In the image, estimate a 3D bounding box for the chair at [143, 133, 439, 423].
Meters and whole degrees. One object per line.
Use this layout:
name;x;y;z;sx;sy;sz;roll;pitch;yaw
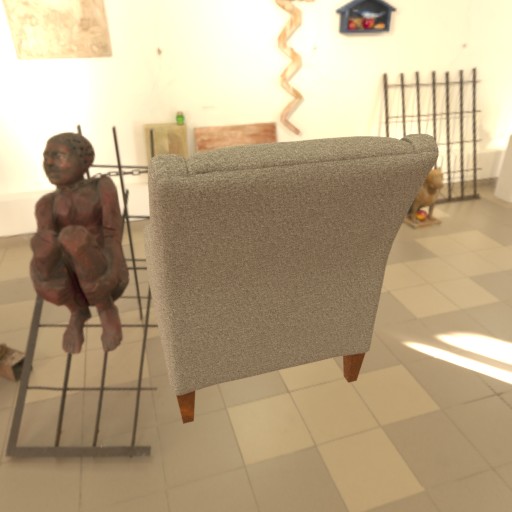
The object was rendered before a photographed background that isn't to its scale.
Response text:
chair;0.000;0.000;1.644;0.774;1.016;0.870;-9;30;-16
